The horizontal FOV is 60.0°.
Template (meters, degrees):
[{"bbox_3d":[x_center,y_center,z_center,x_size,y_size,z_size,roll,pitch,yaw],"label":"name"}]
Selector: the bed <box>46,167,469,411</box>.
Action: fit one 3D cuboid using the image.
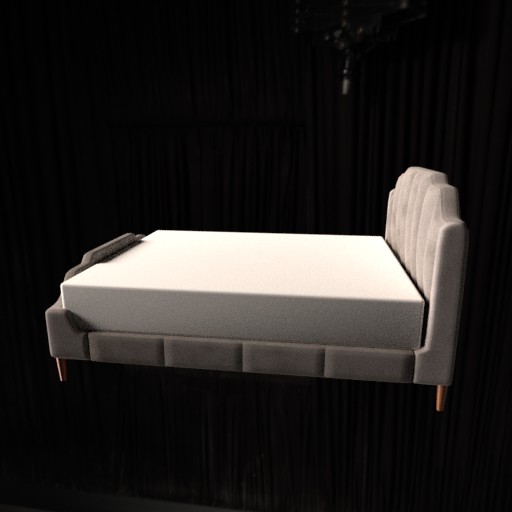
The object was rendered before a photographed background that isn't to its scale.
[{"bbox_3d":[0.000,0.000,3.196,2.340,1.245,1.676,2,15,8],"label":"bed"}]
